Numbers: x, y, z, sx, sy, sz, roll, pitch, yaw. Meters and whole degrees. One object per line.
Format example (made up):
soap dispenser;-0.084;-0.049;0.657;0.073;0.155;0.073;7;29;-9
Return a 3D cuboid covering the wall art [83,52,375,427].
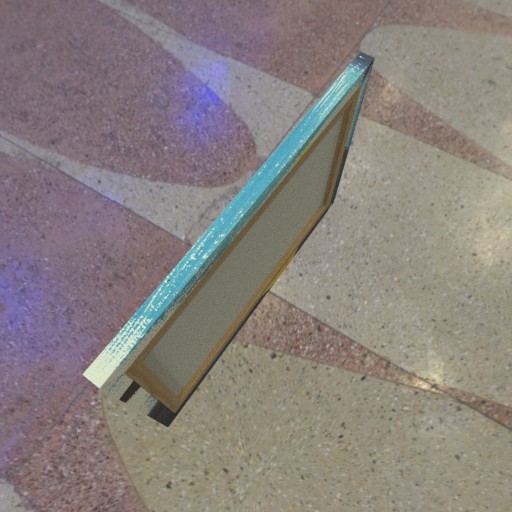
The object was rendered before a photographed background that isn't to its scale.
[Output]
wall art;0.000;0.000;1.142;0.039;0.610;0.914;32;68;15
